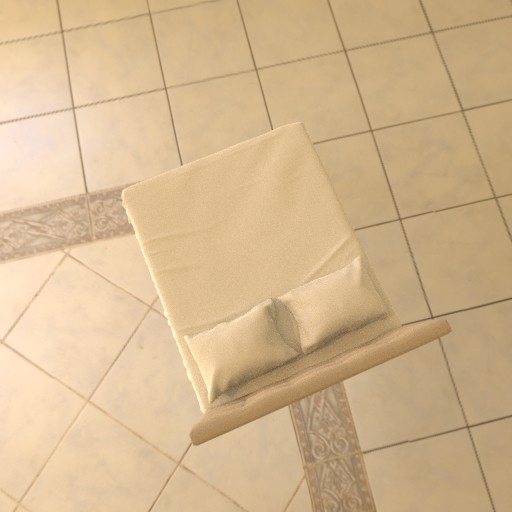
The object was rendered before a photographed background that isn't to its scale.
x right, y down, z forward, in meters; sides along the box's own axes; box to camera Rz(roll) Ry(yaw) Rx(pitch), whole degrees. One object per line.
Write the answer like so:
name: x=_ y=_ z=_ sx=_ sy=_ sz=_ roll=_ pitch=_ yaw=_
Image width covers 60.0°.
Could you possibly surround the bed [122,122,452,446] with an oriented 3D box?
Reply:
bed: x=0.000 y=0.000 z=3.473 sx=1.936 sy=1.577 sz=2.222 roll=-22 pitch=78 yaw=-5
